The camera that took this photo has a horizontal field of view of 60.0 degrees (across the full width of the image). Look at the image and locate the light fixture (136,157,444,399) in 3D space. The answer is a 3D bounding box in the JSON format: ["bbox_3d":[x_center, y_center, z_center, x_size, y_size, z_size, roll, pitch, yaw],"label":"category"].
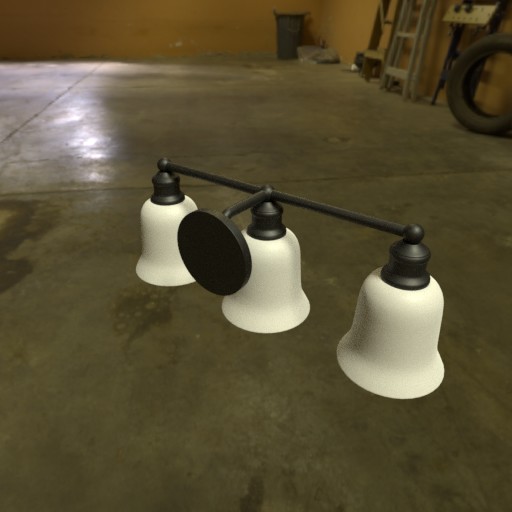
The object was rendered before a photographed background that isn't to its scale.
[{"bbox_3d":[0.000,0.000,0.661,0.570,0.211,0.198,20,35,32],"label":"light fixture"}]
